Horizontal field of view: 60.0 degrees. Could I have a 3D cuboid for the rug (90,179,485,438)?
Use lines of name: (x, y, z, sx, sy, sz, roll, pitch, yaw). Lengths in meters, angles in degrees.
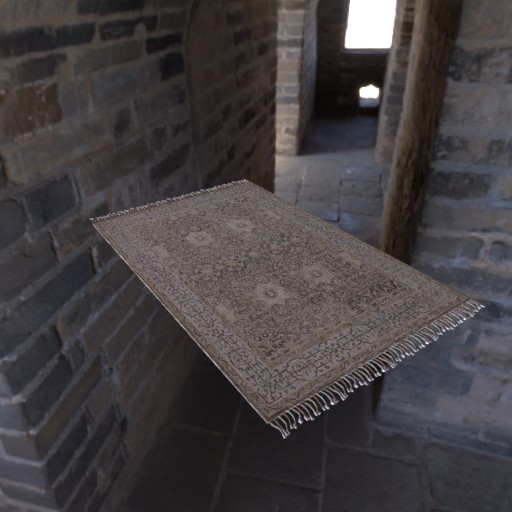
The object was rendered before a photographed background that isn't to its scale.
rug: (0.000, 0.000, 2.486, 1.237, 0.010, 2.029, -20, 37, -30)
